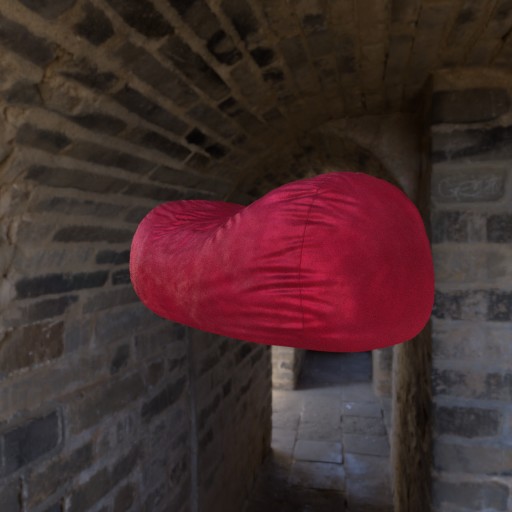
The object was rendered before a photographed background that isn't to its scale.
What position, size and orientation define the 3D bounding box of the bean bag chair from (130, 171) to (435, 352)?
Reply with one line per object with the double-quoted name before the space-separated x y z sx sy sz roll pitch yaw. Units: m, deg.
"bean bag chair" 0.000 0.000 2.851 1.216 0.867 2.293 -1 2 -36
